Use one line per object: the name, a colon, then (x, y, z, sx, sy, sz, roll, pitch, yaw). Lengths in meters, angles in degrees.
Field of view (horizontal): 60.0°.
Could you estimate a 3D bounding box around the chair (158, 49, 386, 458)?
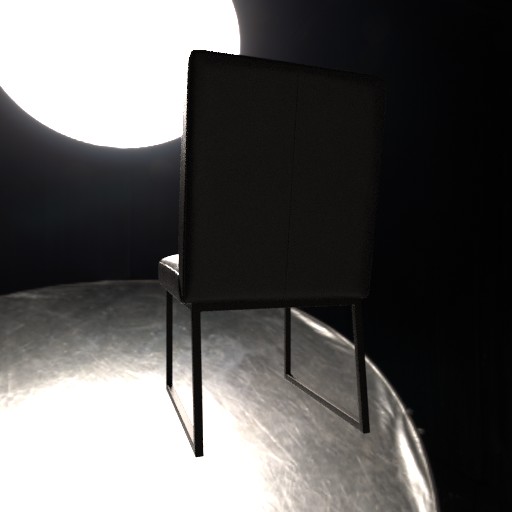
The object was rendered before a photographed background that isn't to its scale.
chair: (0.000, 0.000, 1.334, 0.520, 0.930, 0.634, 0, 0, -18)
